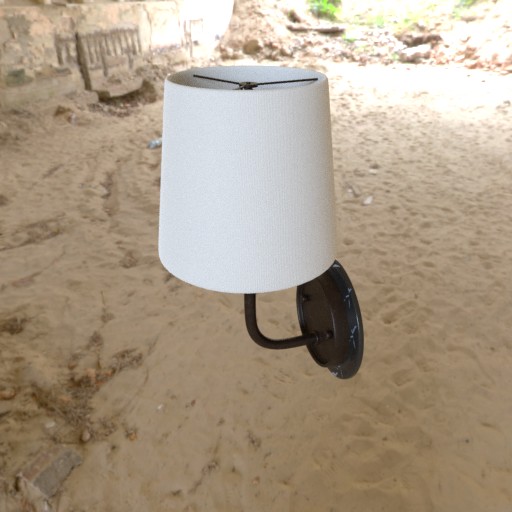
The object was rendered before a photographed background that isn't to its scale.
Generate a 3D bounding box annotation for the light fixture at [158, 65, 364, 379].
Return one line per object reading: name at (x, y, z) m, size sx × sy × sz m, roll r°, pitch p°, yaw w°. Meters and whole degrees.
light fixture at (0.000, 0.000, 0.442) m, size 0.188 × 0.337 × 0.168 m, roll -9°, pitch 32°, yaw -14°
